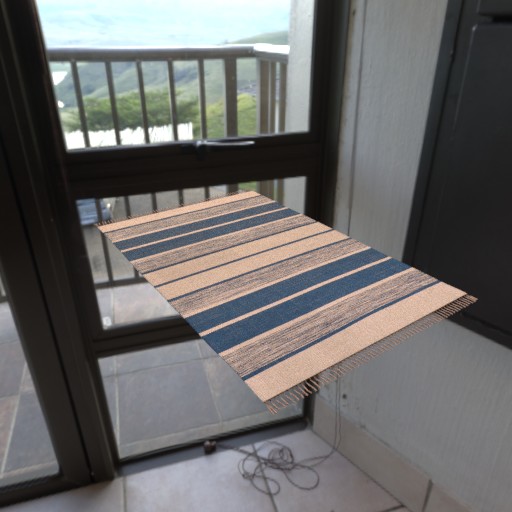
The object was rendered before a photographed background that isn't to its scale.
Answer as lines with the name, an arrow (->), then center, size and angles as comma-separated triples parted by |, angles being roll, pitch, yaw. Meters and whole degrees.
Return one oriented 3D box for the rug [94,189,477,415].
rug -> 0.000, 0.000, 3.131 | 1.532, 0.010, 2.441 | -18, 33, -31
